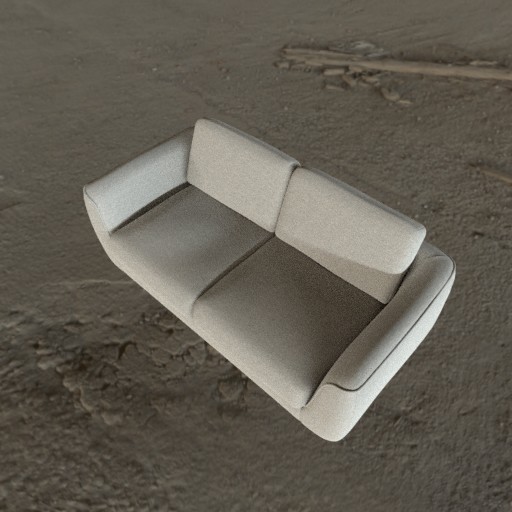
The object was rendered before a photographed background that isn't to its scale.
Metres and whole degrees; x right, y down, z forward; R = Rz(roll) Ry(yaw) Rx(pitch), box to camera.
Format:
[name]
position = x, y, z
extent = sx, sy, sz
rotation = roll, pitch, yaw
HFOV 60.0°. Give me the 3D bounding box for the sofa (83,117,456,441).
[sofa]
position = 0.000, 0.000, 2.224
extent = 1.700, 0.850, 0.920
rotation = 34, 56, 27
